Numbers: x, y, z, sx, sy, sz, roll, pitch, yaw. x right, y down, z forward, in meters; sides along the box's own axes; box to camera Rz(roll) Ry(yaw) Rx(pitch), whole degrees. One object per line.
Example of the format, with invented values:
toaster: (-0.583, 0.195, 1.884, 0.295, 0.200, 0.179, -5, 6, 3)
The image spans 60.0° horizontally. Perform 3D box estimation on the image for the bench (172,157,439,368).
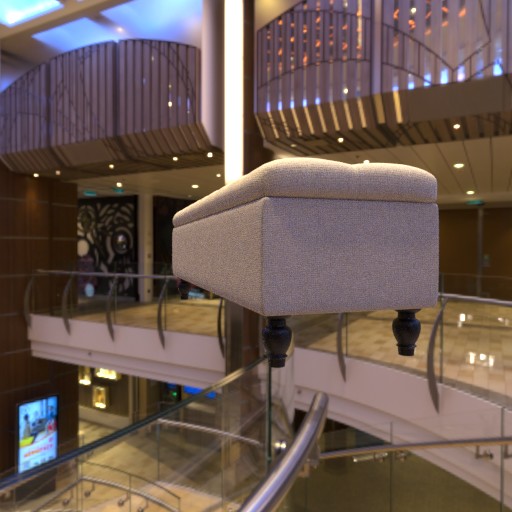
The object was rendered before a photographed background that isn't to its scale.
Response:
bench: (0.000, 0.000, 1.686, 0.455, 0.467, 1.480, 0, 1, -18)
